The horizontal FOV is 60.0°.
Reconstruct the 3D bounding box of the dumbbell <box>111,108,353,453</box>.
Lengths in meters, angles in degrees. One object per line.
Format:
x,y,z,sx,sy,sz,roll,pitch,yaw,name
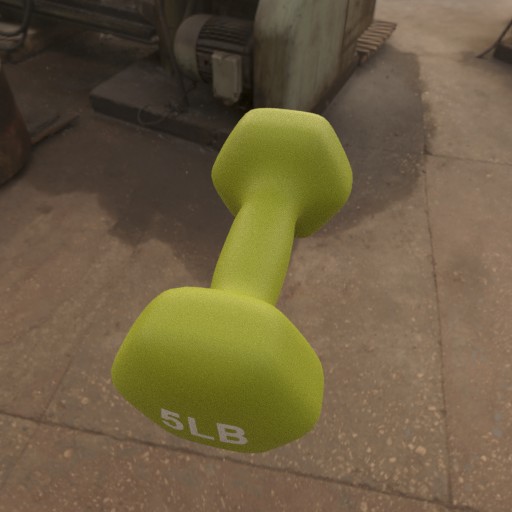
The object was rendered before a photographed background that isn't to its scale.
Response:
0.000,0.000,0.206,0.080,0.072,0.164,10,48,9,dumbbell
